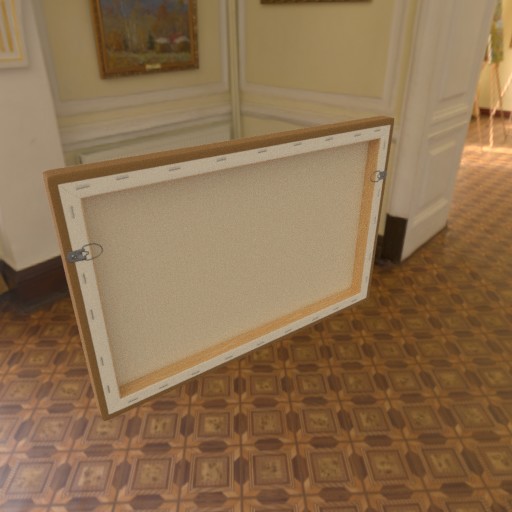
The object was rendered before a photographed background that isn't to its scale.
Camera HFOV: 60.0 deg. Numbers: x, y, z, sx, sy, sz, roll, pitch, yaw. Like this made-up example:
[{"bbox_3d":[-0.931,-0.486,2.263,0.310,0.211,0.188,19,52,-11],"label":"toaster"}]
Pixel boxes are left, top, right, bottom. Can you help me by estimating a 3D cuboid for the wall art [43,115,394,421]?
[{"bbox_3d":[0.000,0.000,0.482,0.380,0.254,0.019,-18,33,-30],"label":"wall art"}]
